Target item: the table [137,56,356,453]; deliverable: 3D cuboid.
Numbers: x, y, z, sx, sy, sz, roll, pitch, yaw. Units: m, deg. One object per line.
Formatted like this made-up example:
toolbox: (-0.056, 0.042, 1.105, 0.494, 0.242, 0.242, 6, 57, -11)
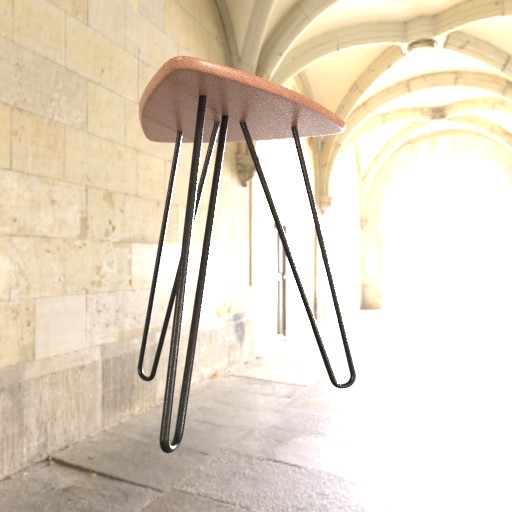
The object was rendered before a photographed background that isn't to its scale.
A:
table: (0.000, 0.000, 0.886, 0.455, 0.564, 0.442, 0, -1, -19)
